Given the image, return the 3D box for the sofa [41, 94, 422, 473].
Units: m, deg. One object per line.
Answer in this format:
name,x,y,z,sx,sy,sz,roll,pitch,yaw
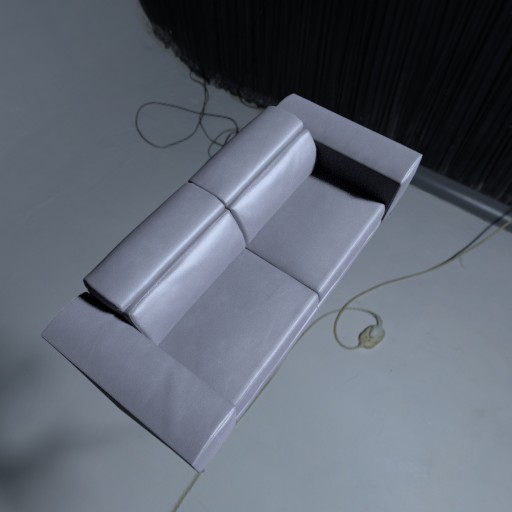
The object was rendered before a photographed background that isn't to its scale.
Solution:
sofa,0.000,0.000,2.775,1.048,0.814,2.330,32,64,18
